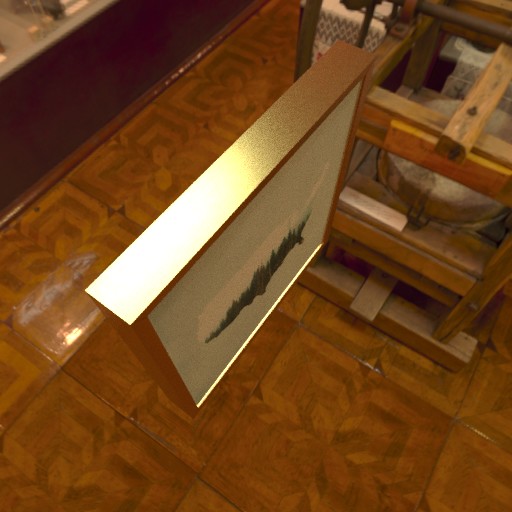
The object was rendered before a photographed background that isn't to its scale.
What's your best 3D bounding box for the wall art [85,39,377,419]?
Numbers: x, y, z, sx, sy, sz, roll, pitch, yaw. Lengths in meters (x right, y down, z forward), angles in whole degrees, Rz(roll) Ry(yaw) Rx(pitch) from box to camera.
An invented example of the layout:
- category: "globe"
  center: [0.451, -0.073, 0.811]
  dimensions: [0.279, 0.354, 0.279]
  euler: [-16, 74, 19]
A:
- category: "wall art"
  center: [0.000, 0.000, 0.458]
  dimensions: [0.038, 0.304, 0.304]
  euler: [32, 65, 17]
